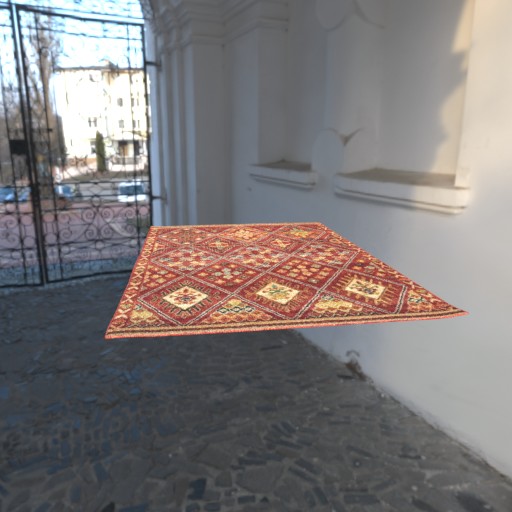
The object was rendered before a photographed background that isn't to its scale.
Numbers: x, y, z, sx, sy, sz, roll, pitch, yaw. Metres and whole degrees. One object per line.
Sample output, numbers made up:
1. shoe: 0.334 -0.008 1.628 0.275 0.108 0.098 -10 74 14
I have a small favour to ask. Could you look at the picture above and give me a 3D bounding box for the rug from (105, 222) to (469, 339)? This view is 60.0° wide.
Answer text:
1. rug: 0.000 0.000 2.894 1.521 0.026 2.286 -2 15 -8
